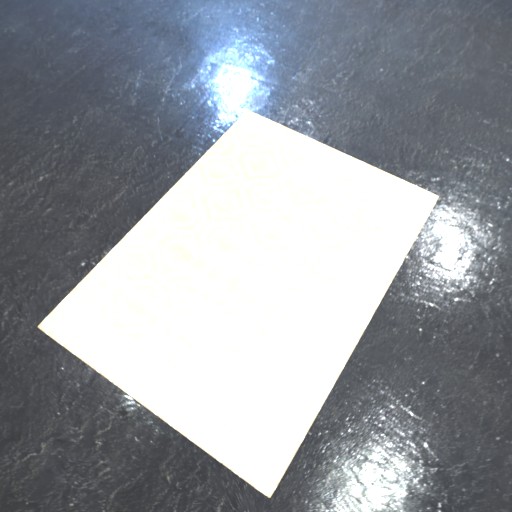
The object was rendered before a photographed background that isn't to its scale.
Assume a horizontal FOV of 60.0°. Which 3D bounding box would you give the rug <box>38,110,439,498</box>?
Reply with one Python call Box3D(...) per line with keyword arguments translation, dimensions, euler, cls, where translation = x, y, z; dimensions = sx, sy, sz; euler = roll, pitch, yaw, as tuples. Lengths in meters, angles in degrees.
Box3D(translation=(0.000, 0.000, 4.298), dimensions=(2.438, 0.010, 3.353), euler=(29, 63, 16), cls="rug")
